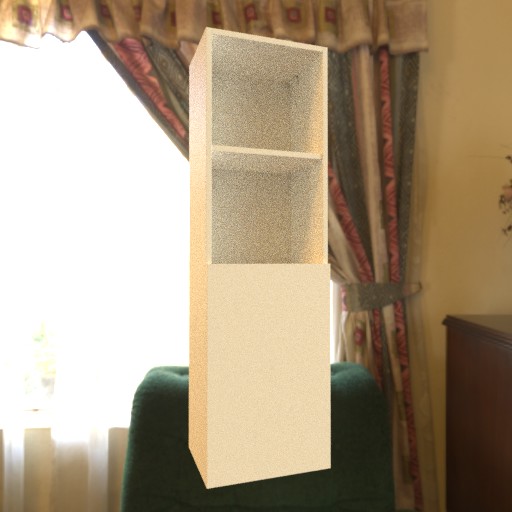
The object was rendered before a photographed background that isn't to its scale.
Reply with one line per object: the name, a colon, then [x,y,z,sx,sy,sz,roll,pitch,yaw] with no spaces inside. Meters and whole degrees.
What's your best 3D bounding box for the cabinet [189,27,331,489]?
cabinet: [0.000,0.000,1.493,0.400,1.350,0.300,0,0,-19]
